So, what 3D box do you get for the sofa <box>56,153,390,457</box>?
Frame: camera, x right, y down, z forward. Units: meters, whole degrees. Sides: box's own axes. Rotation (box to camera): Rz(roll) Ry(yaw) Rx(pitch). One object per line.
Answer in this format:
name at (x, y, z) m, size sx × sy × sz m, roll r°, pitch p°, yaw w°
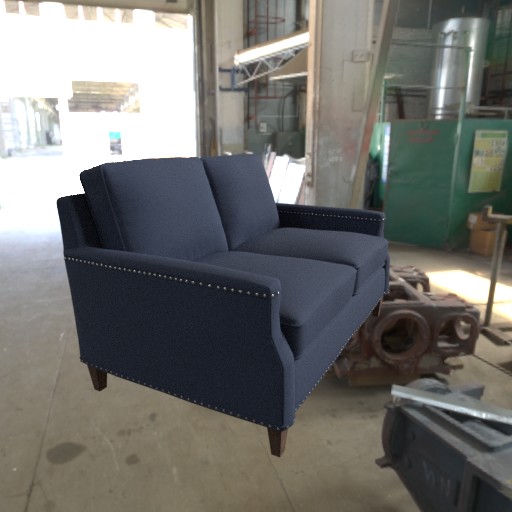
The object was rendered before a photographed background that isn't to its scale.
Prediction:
sofa at (0.000, 0.000, 2.288) m, size 1.084 × 1.003 × 1.597 m, roll 8°, pitch 17°, yaw 27°
